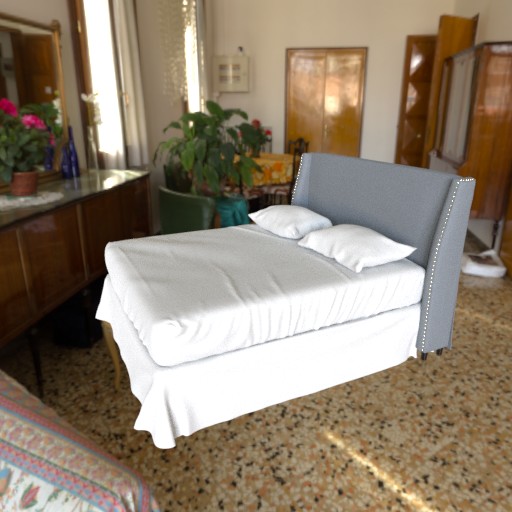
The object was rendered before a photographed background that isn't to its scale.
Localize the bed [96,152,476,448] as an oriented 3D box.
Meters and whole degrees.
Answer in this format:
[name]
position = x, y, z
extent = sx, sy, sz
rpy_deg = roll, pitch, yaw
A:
[bed]
position = 0.000, 0.000, 3.401
extent = 2.276, 1.332, 1.925
rpy_deg = -9, 21, -25
